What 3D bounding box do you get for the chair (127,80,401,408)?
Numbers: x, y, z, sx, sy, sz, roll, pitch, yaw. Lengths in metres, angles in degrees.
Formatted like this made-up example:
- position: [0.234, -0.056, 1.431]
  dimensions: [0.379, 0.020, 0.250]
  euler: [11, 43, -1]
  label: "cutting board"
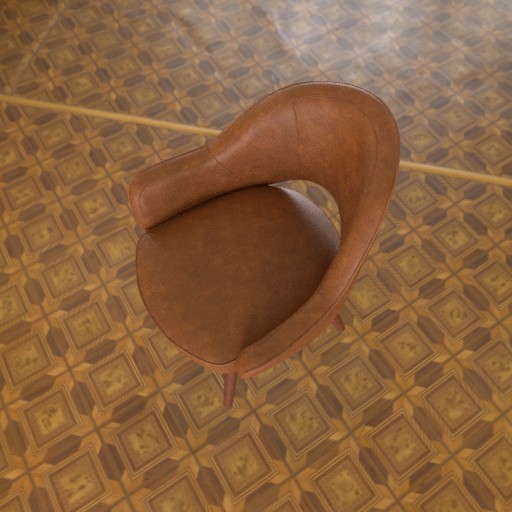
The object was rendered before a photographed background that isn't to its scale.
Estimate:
- position: [0.000, 0.000, 1.206]
  dimensions: [0.640, 0.777, 0.591]
  euler: [-30, 67, -15]
  label: "chair"
